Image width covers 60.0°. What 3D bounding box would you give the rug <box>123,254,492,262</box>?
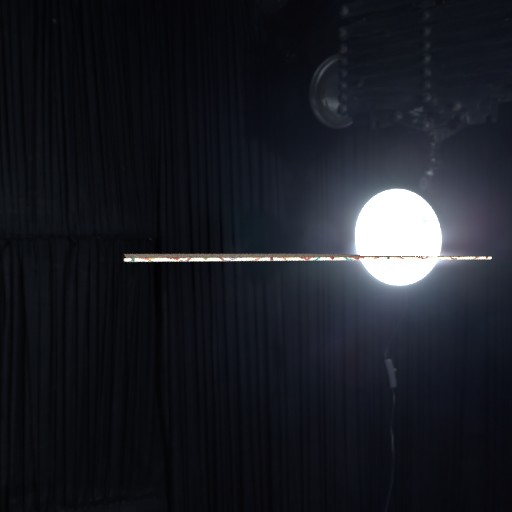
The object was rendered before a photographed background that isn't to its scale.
[{"bbox_3d":[0.000,0.000,4.245,2.446,0.020,3.215,0,1,-17],"label":"rug"}]
